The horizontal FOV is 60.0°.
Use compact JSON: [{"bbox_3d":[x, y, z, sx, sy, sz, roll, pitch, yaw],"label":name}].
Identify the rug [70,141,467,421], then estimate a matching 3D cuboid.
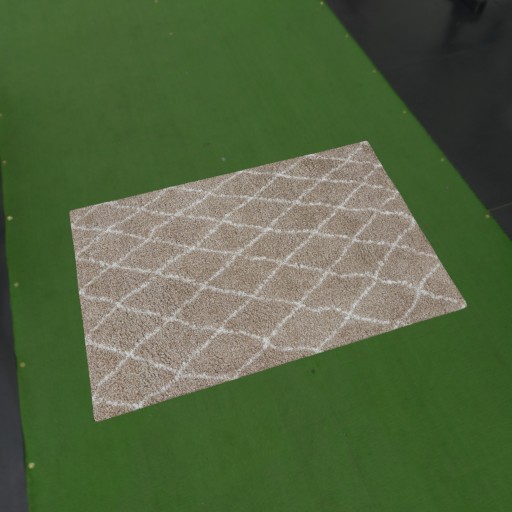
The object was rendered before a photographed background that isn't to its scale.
[{"bbox_3d":[0.000,0.000,3.515,2.743,0.030,1.778,-15,60,-9],"label":"rug"}]
